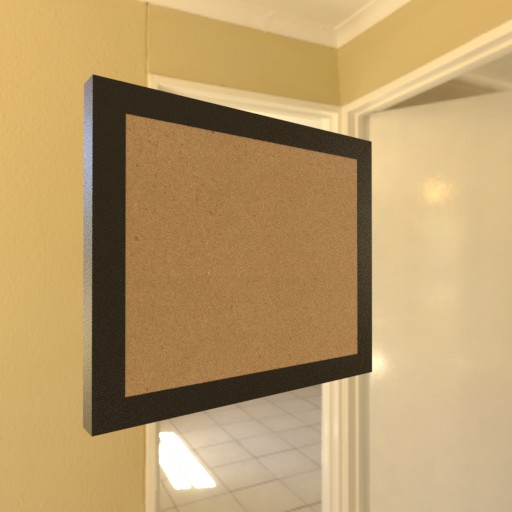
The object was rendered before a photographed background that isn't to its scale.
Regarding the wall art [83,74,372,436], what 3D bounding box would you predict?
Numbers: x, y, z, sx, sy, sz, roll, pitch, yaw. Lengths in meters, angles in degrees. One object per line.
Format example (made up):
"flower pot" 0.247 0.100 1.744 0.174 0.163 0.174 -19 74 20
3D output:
"wall art" 0.000 0.000 0.516 0.381 0.321 0.028 0 -1 -36
